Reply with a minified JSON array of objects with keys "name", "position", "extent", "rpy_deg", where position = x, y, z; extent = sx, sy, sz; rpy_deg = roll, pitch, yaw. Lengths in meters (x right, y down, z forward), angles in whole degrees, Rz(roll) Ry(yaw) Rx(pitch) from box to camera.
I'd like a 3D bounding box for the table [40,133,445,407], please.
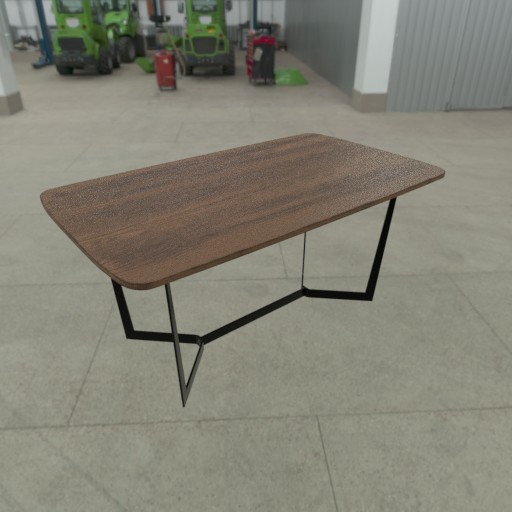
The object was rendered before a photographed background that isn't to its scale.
[{"name":"table","position":[0.000,0.000,2.147],"extent":[1.643,0.765,0.949],"rpy_deg":[-21,36,-33]}]
